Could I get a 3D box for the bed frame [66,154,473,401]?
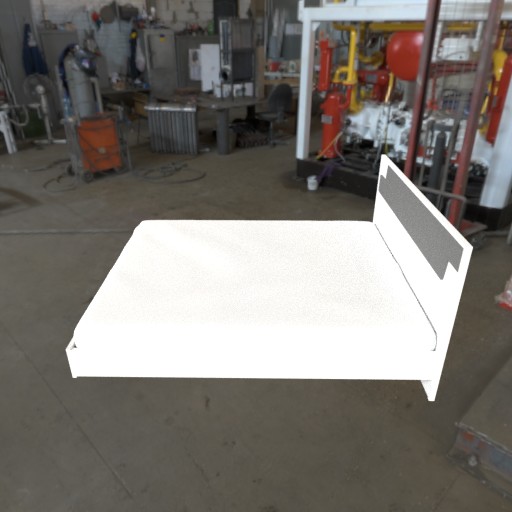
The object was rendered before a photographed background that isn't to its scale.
[{"bbox_3d":[0.000,0.000,3.123,2.100,1.001,1.711,0,27,1],"label":"bed frame"}]
